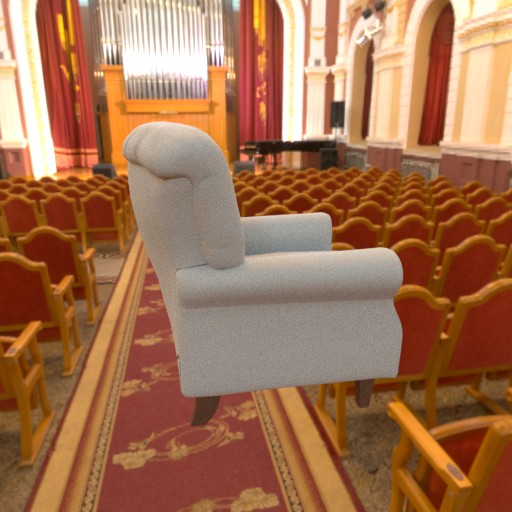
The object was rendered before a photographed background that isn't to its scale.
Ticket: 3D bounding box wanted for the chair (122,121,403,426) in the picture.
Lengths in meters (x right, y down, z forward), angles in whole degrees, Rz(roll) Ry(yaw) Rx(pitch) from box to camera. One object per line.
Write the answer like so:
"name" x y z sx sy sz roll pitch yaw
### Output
"chair" 0.000 0.000 2.105 1.128 1.217 1.090 -3 16 -10
